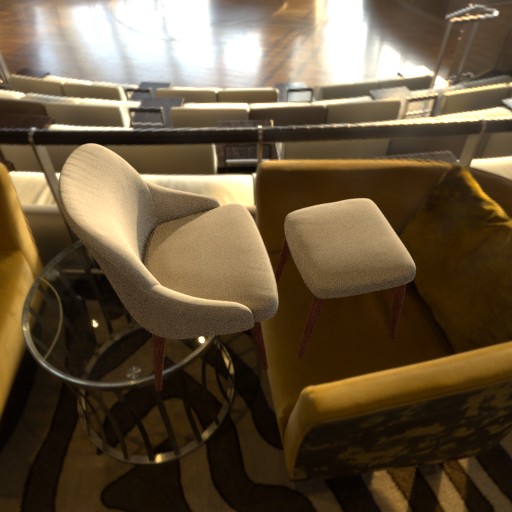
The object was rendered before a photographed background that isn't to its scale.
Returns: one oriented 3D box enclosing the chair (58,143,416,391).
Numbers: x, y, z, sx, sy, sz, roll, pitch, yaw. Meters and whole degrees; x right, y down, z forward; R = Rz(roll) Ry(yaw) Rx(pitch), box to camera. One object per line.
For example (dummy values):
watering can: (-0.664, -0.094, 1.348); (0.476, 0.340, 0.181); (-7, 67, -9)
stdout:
chair: (0.000, 0.000, 1.609); (1.114, 0.866, 0.584); (-10, 47, -9)
